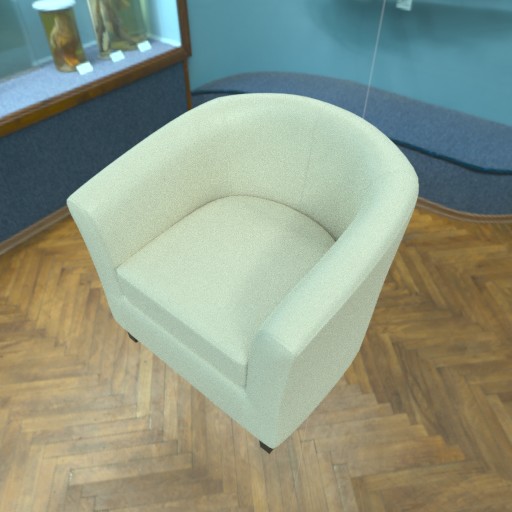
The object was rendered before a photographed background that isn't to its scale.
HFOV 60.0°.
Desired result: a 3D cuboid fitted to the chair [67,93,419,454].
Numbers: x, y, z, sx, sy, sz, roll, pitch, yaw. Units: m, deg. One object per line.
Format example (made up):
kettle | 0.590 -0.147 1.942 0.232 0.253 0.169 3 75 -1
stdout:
chair | 0.000 0.000 1.392 0.792 0.756 0.727 30 52 27
